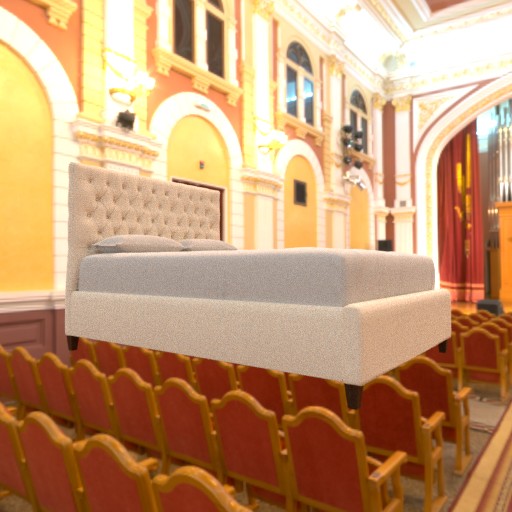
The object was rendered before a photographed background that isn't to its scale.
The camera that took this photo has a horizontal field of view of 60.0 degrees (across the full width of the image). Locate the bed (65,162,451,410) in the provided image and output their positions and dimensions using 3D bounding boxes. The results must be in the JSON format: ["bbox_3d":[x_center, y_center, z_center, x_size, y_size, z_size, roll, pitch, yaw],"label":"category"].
[{"bbox_3d":[0.000,0.000,3.338,2.387,1.427,1.698,-1,-1,36],"label":"bed"}]
